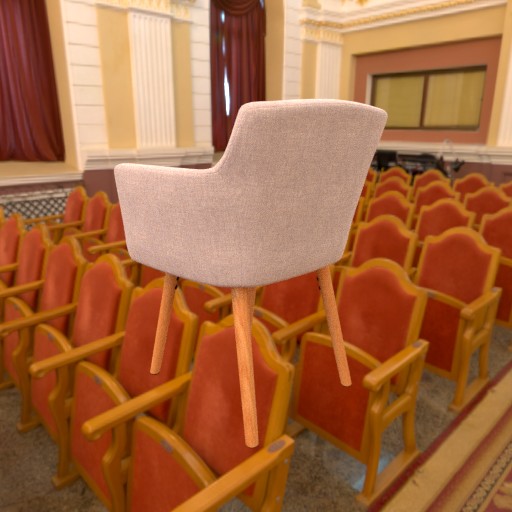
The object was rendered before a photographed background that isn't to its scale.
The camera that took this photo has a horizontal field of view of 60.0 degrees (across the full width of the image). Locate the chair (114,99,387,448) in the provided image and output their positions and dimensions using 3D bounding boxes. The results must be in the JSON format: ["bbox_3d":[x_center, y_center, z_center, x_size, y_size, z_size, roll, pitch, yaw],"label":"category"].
[{"bbox_3d":[0.000,0.000,1.199,0.570,0.780,0.540,-14,21,-41],"label":"chair"}]
